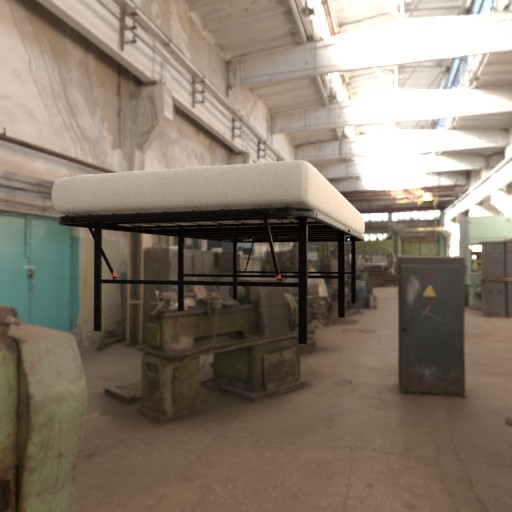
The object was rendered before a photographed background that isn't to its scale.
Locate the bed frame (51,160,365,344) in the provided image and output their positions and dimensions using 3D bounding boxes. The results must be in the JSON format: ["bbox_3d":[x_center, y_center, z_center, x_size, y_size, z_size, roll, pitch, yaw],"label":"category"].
[{"bbox_3d":[0.000,0.000,2.371,0.989,0.619,1.903,0,-1,19],"label":"bed frame"}]
